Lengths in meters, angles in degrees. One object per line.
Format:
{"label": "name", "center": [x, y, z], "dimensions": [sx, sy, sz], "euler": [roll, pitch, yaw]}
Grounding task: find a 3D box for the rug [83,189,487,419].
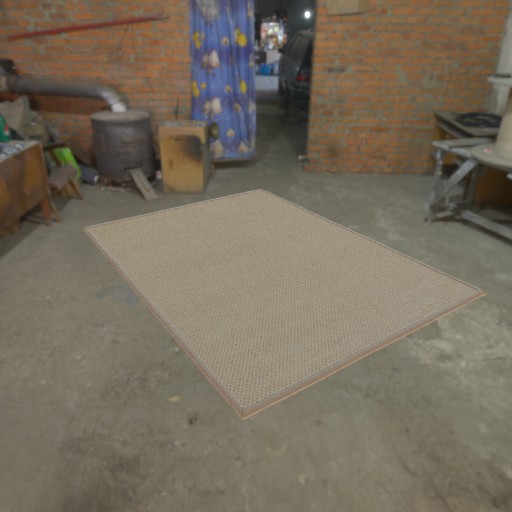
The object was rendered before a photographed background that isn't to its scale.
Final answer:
{"label": "rug", "center": [0.000, 0.000, 2.706], "dimensions": [1.525, 0.020, 2.081], "euler": [-17, 31, -30]}
